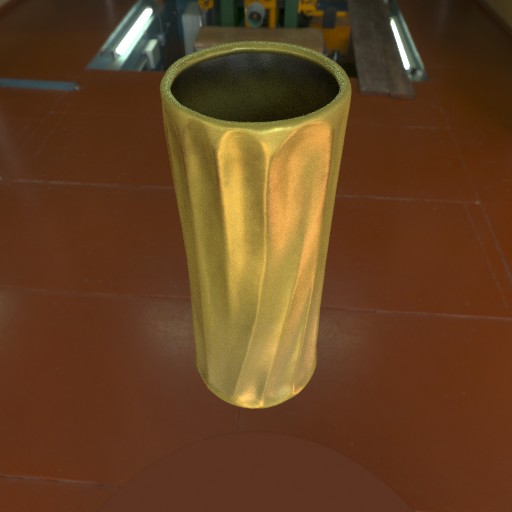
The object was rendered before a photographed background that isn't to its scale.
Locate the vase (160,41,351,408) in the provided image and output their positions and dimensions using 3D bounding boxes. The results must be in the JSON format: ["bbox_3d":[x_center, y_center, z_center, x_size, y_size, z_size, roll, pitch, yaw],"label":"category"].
[{"bbox_3d":[0.000,0.000,0.173,0.061,0.143,0.061,0,47,0],"label":"vase"}]
